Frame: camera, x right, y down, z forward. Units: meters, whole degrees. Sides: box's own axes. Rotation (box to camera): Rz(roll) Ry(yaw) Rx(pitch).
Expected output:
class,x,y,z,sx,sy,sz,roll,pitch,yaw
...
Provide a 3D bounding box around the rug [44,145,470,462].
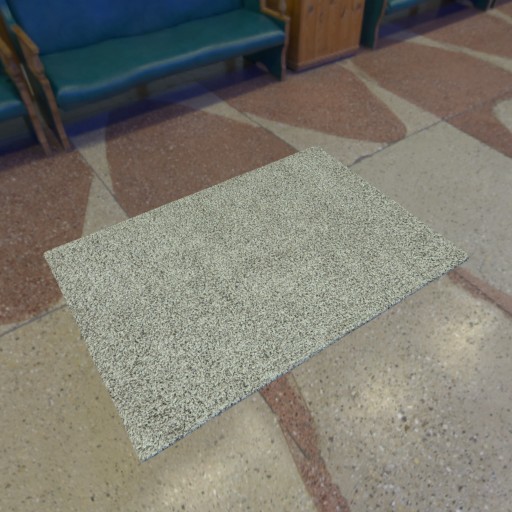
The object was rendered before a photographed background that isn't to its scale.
class,x,y,z,sx,sy,sz,roll,pitch,yaw
rug,0.000,0.000,2.235,1.778,0.030,1.219,-26,52,-22
